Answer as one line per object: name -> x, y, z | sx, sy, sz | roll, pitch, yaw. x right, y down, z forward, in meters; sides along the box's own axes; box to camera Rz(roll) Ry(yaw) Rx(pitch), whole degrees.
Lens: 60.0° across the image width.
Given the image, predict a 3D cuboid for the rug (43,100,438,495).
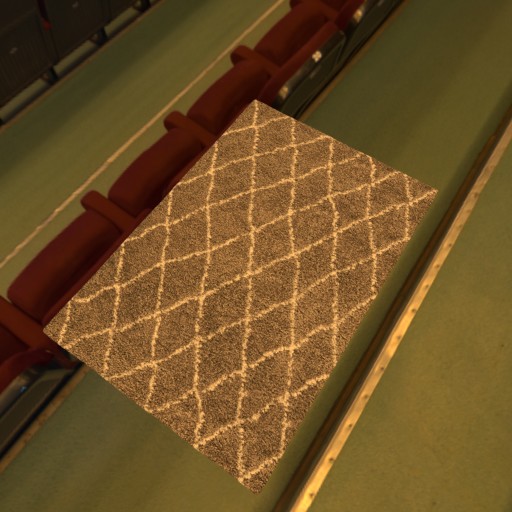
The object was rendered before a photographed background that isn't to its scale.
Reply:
rug -> 0.000, 0.000, 2.255 | 1.219, 0.030, 1.778 | 31, 67, 15
